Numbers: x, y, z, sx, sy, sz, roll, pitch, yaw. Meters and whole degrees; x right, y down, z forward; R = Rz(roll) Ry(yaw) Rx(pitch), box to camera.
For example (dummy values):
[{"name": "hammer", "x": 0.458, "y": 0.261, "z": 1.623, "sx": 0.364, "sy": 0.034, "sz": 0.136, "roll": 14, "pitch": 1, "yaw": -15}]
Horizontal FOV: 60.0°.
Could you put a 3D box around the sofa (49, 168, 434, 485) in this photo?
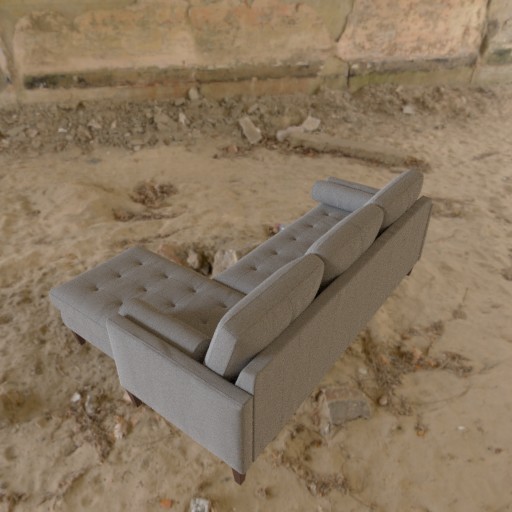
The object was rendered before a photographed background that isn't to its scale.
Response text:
[{"name": "sofa", "x": 0.000, "y": 0.000, "z": 2.850, "sx": 1.506, "sy": 0.875, "sz": 2.178, "roll": 22, "pitch": 39, "yaw": 30}]
